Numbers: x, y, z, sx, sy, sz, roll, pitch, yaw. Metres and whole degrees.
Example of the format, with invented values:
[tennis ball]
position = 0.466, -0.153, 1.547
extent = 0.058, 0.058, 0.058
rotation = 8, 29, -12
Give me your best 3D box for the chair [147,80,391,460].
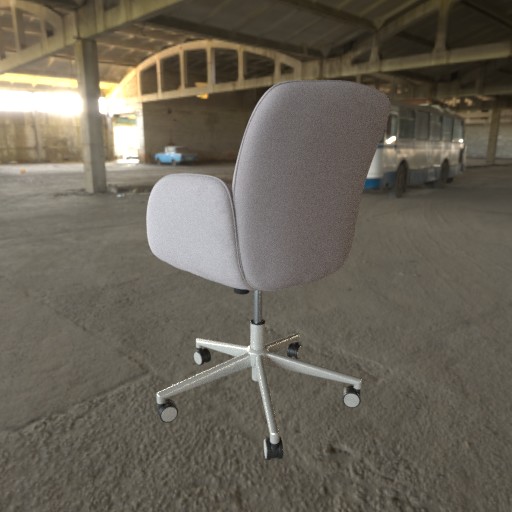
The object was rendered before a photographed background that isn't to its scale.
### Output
[chair]
position = 0.000, 0.000, 1.375
extent = 0.648, 0.959, 0.654
rotation = -13, 19, -42
